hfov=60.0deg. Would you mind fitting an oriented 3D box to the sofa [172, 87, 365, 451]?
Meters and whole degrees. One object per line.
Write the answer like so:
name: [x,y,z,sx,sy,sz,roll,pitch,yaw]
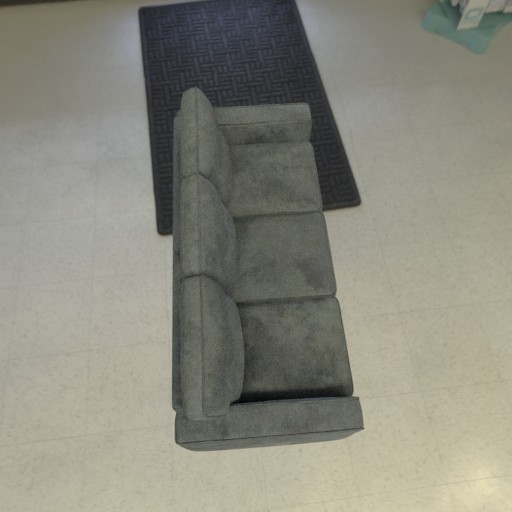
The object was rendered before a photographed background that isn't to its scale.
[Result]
sofa: [0.000,0.000,2.725,0.939,0.965,2.133,-4,64,-2]
